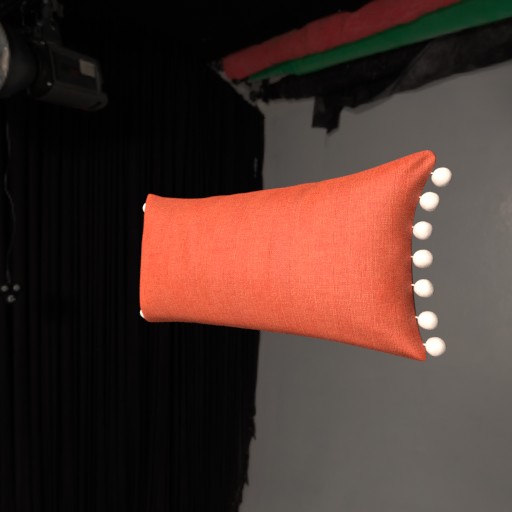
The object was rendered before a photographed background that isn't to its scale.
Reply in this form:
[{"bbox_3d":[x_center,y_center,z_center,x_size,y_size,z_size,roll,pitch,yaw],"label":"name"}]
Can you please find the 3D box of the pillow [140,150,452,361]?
[{"bbox_3d":[0.000,0.000,0.863,0.709,0.322,0.201,0,0,37],"label":"pillow"}]
